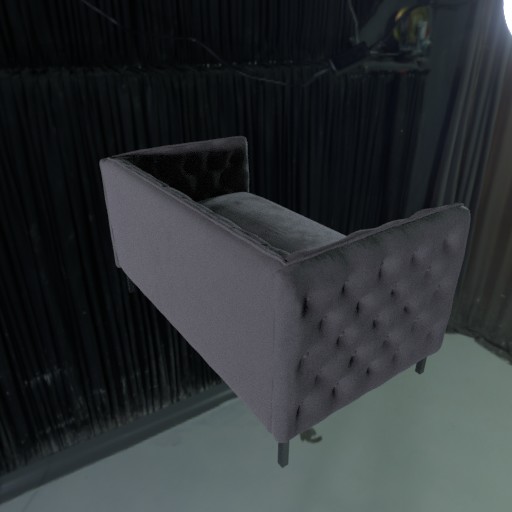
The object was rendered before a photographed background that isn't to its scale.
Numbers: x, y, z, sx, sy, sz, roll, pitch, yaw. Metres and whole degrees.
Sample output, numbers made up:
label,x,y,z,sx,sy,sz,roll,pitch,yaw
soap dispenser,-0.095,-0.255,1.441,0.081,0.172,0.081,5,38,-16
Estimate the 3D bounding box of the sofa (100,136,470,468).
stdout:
label,x,y,z,sx,sy,sz,roll,pitch,yaw
sofa,0.000,0.000,2.119,0.909,0.810,1.583,-18,32,-31
